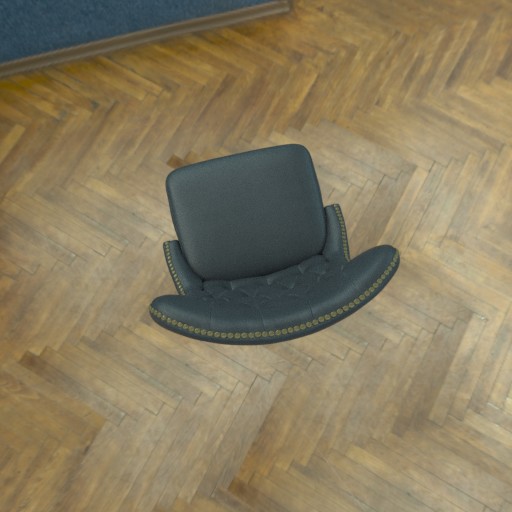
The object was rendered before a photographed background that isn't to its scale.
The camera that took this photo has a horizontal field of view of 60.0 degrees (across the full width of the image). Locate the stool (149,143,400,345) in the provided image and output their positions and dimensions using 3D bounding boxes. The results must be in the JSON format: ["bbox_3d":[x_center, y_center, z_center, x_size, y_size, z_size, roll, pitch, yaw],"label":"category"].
[{"bbox_3d":[0.000,0.000,1.404,0.528,1.050,0.601,-13,76,-3],"label":"stool"}]
